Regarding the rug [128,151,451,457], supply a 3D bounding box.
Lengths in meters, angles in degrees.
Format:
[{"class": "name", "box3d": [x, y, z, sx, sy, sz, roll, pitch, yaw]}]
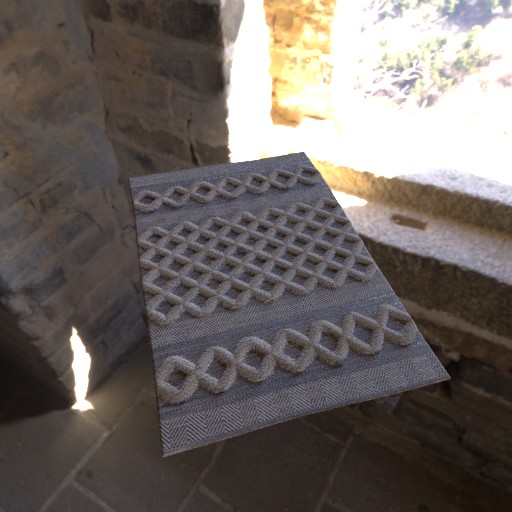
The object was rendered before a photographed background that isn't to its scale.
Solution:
[{"class": "rug", "box3d": [0.000, 0.000, 2.369, 1.222, 0.030, 1.823, -11, 46, -11]}]
